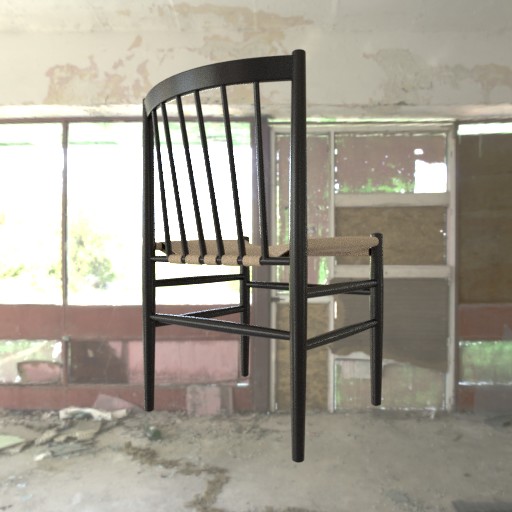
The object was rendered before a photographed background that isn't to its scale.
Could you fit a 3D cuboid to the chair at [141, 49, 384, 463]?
[{"bbox_3d":[0.000,0.000,1.150,0.495,0.818,0.516,1,1,37],"label":"chair"}]
